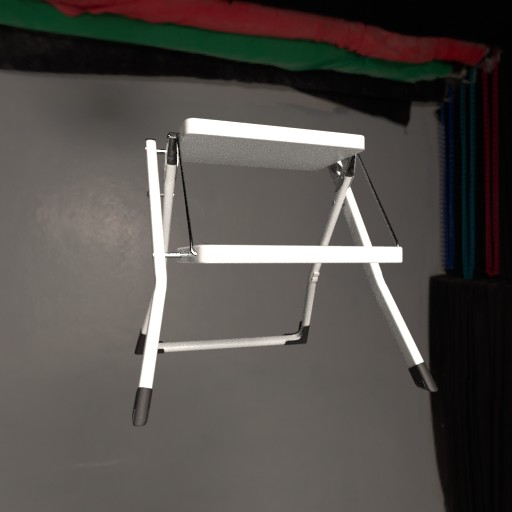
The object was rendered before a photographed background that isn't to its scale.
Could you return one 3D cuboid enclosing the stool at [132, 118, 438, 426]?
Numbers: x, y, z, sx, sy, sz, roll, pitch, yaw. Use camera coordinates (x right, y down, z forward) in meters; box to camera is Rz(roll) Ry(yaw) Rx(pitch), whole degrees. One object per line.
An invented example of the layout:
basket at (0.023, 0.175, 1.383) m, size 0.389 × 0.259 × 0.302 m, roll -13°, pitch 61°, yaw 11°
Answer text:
stool at (0.000, 0.000, 0.860) m, size 0.485 × 0.445 × 0.490 m, roll 0°, pitch 0°, yaw -19°
